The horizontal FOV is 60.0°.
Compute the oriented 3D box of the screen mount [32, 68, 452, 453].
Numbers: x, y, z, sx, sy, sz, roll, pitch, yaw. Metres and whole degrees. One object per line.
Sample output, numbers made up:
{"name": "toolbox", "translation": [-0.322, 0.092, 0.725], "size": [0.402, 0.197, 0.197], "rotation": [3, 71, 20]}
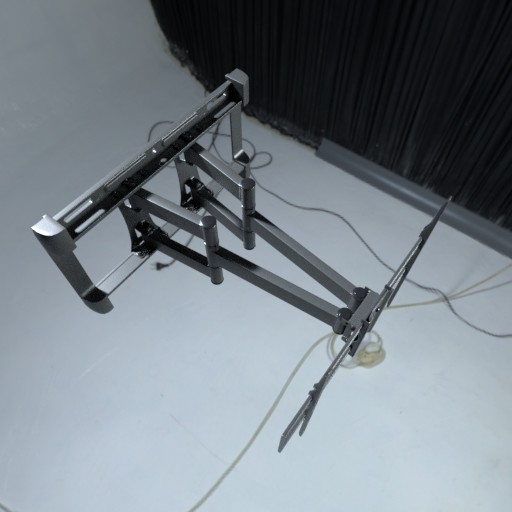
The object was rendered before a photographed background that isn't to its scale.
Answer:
{"name": "screen mount", "translation": [0.000, 0.000, 1.098], "size": [0.644, 0.491, 0.661], "rotation": [33, 63, 19]}
